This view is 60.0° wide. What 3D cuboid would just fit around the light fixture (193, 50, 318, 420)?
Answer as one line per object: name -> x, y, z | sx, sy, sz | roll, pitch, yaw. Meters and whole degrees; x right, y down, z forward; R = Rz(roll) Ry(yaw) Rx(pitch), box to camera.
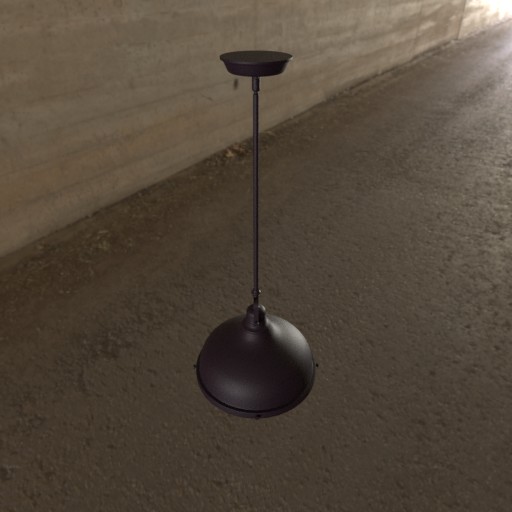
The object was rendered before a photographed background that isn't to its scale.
light fixture -> 0.000, 0.000, 1.020 | 0.341, 0.849, 0.341 | -1, 33, -1
